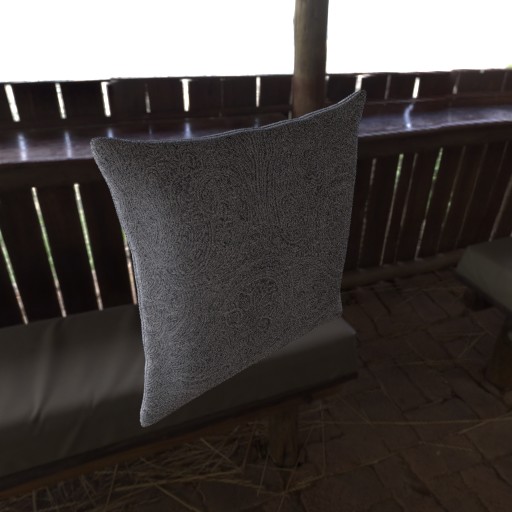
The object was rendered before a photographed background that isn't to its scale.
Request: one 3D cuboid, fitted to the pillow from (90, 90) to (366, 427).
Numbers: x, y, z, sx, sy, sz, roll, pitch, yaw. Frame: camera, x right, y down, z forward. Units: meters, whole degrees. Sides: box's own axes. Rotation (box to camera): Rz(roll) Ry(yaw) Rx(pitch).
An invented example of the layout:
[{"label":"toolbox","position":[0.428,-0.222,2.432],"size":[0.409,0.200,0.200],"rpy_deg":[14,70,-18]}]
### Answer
[{"label":"pillow","position":[0.000,0.000,0.796],"size":[0.523,0.510,0.166],"rpy_deg":[-22,37,-33]}]
